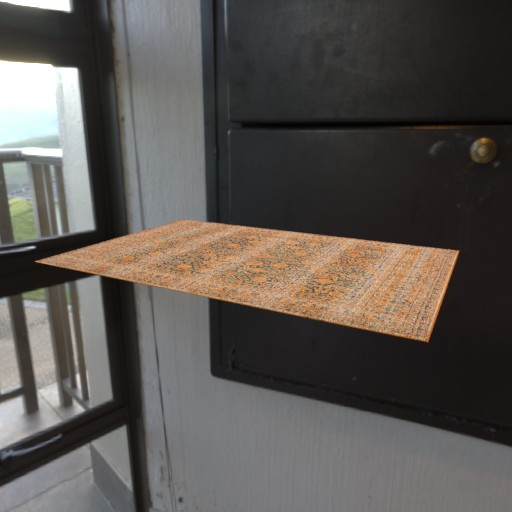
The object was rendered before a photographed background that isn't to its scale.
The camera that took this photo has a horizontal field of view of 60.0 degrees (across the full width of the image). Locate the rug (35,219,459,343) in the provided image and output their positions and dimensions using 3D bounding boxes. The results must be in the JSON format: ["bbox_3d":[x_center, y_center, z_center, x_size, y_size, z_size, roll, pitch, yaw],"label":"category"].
[{"bbox_3d":[0.000,0.000,2.907,2.336,0.007,1.525,8,18,27],"label":"rug"}]
